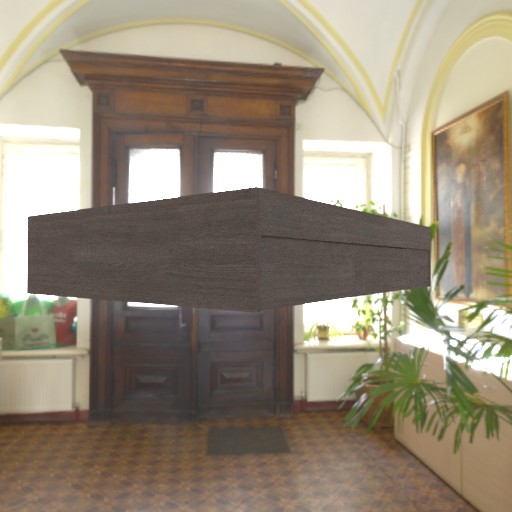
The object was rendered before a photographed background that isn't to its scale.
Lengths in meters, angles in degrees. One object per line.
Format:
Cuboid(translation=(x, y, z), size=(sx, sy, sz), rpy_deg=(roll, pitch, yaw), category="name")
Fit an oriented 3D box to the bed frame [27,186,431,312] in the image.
Cuboid(translation=(0.000, 0.000, 2.596), size=(1.448, 0.459, 1.944), rpy_deg=(-1, -1, 37), category="bed frame")
